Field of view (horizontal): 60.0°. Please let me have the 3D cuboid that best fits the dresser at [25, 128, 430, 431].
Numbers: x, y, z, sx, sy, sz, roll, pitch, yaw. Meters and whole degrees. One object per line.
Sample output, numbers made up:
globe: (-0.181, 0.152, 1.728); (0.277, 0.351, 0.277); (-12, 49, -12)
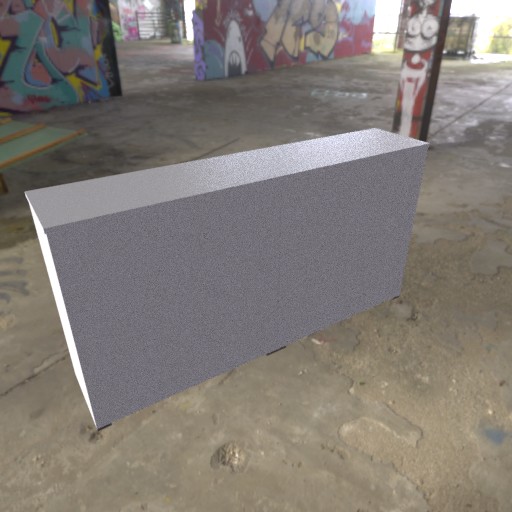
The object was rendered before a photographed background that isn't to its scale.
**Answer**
dresser: (0.000, 0.000, 1.837); (1.535, 0.790, 0.333); (-17, 34, -28)
